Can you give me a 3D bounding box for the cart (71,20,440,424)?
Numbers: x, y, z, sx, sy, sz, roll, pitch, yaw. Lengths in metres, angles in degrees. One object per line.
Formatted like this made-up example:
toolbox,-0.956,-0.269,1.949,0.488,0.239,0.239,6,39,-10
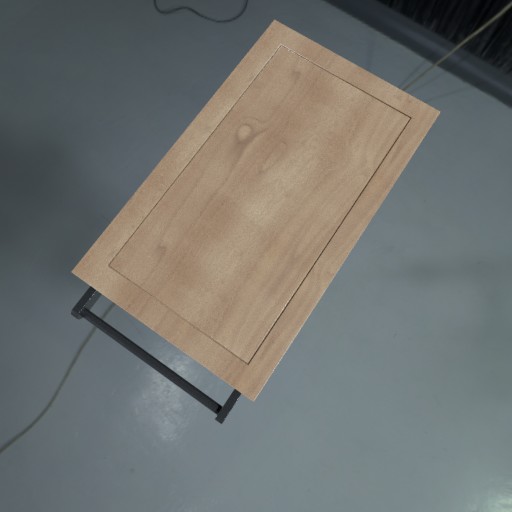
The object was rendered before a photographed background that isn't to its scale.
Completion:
cart,0.000,0.000,1.392,0.459,0.901,0.840,33,77,8
